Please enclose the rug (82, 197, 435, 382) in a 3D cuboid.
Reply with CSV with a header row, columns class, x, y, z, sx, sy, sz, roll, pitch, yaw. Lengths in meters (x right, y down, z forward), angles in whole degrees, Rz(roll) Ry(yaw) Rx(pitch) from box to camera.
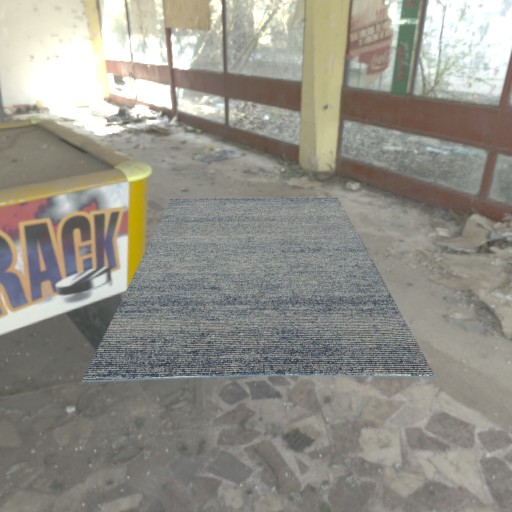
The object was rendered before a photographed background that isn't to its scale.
class,x,y,z,sx,sy,sz,roll,pitch,yaw
rug,0.000,0.000,2.220,1.145,0.021,1.777,0,27,-1
